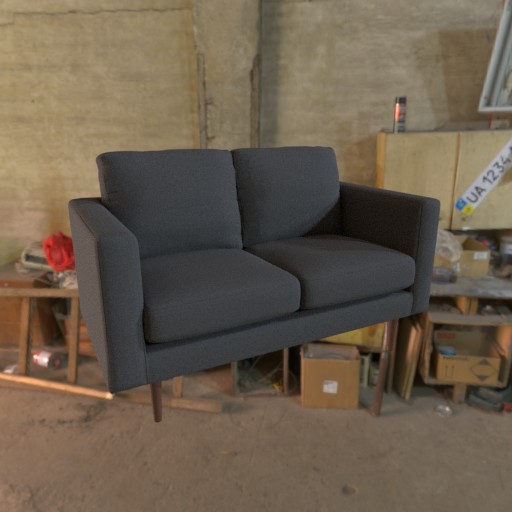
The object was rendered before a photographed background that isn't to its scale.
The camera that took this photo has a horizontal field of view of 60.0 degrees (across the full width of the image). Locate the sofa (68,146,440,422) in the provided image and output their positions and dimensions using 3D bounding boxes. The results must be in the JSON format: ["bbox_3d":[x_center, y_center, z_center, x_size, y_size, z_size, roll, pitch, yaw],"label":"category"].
[{"bbox_3d":[0.000,0.000,1.956,1.430,0.908,0.796,-9,19,-26],"label":"sofa"}]
